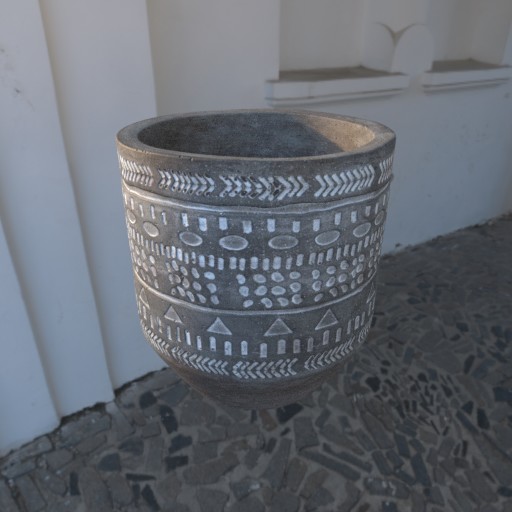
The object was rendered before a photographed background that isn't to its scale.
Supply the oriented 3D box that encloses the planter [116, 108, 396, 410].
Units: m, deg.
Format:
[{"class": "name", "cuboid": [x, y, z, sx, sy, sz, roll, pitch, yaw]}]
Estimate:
[{"class": "planter", "cuboid": [0.000, 0.000, 0.225, 0.122, 0.128, 0.122, 0, 26, 0]}]
